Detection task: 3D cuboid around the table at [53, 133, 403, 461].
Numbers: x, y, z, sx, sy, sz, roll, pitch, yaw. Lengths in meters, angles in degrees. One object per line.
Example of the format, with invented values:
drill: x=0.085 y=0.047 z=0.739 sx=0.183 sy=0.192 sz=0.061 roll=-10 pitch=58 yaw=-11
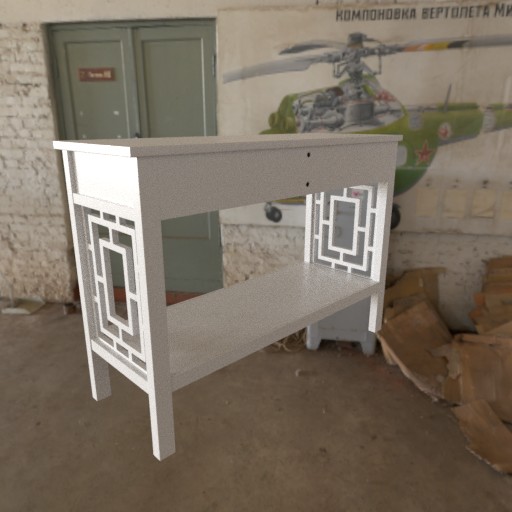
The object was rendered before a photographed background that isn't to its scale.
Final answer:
table: x=0.000 y=0.000 z=1.456 sx=1.068 sy=0.753 sz=0.397 roll=-16 pitch=23 yaw=-42
